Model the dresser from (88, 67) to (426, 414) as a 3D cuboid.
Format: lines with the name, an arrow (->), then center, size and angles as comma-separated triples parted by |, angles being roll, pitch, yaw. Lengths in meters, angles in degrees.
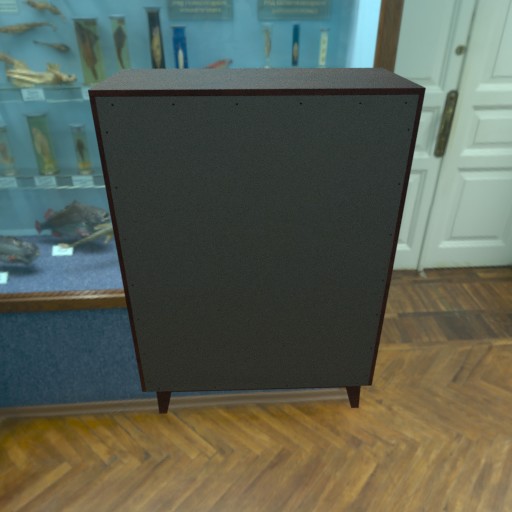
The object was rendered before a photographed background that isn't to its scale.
dresser -> 0.000, 0.000, 2.001 | 1.072, 1.514, 0.506 | -1, 30, -2
